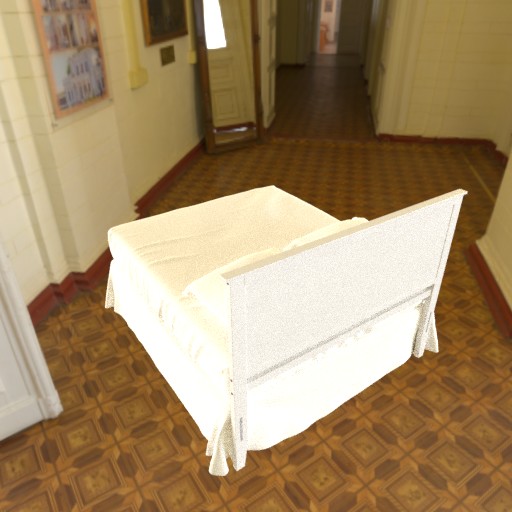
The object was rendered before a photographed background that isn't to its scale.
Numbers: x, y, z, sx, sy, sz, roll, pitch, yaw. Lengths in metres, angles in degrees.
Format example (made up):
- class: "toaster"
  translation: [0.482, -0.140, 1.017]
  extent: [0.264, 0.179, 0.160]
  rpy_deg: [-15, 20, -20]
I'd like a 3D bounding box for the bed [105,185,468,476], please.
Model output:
- class: "bed"
  translation: [0.000, 0.000, 3.196]
  extent: [1.876, 1.269, 2.047]
  rpy_deg: [-19, 35, -29]
